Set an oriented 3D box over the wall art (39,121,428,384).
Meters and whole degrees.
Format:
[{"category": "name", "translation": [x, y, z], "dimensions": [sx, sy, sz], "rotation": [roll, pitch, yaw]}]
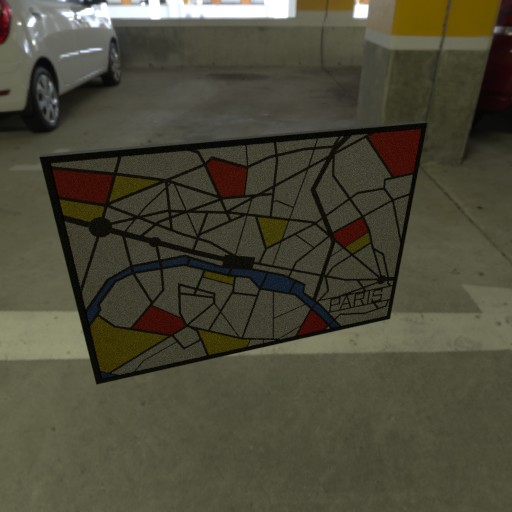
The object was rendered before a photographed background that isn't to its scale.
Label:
[{"category": "wall art", "translation": [0.000, 0.000, 0.851], "dimensions": [0.664, 0.458, 0.013], "rotation": [-9, 31, -16]}]
